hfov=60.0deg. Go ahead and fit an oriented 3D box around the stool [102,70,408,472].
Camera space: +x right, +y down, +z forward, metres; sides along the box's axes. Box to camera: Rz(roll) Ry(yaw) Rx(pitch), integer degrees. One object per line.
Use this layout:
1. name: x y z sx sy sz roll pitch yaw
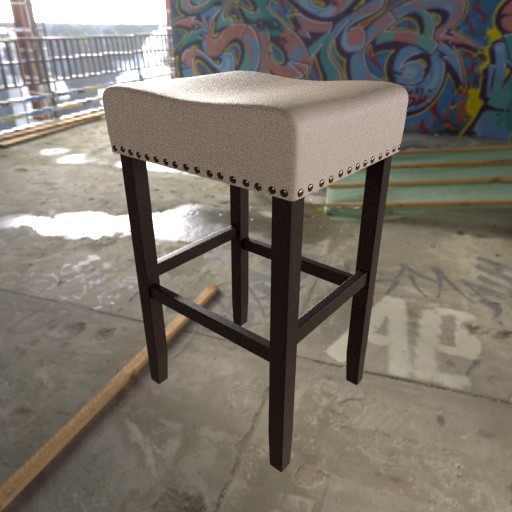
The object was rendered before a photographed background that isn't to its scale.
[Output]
1. stool: 0.000 0.000 1.039 0.471 0.762 0.401 21 34 34
